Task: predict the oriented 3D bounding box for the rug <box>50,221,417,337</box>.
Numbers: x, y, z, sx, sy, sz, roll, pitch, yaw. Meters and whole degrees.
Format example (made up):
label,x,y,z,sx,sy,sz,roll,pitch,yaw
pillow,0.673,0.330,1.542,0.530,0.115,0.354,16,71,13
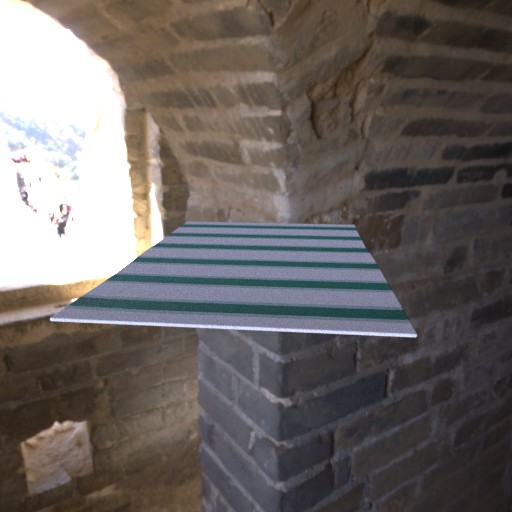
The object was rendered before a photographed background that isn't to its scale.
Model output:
label,x,y,z,sx,sy,sz,roll,pitch,yaw
rug,0.000,0.000,2.316,1.210,0.012,1.829,2,15,6
